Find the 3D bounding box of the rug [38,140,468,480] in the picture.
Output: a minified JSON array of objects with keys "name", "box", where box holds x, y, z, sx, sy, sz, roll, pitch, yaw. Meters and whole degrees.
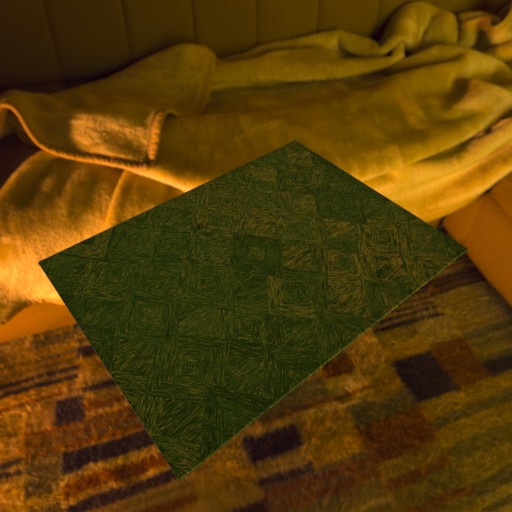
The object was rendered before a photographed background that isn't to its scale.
[{"name":"rug","box":[0.000,0.000,4.136,3.217,0.027,2.405,-31,54,-26]}]
